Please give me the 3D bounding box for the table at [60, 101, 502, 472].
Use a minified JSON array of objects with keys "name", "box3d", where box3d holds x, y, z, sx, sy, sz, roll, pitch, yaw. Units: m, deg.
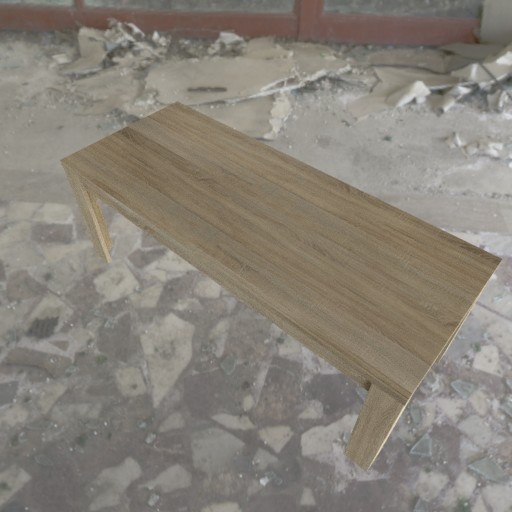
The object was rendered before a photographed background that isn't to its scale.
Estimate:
[{"name":"table","box3d":[0.000,0.000,2.571,2.200,0.790,0.900,33,55,26]}]
